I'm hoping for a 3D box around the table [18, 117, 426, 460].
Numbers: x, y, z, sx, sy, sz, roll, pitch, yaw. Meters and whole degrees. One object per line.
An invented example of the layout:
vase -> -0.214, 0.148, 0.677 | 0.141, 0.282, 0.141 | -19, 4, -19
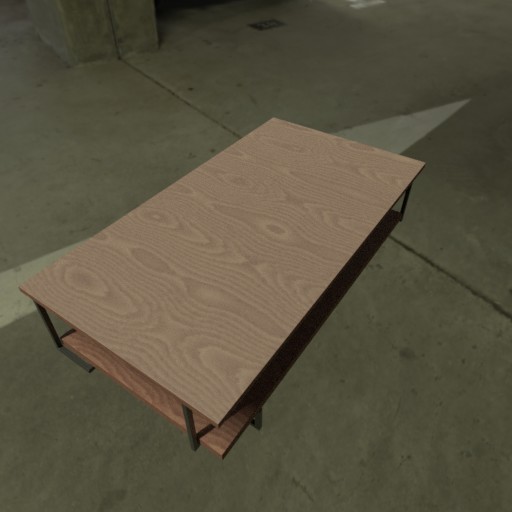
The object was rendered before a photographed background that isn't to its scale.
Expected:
table -> 0.000, 0.000, 1.474 | 0.651, 0.347, 1.197 | 25, 48, 25
